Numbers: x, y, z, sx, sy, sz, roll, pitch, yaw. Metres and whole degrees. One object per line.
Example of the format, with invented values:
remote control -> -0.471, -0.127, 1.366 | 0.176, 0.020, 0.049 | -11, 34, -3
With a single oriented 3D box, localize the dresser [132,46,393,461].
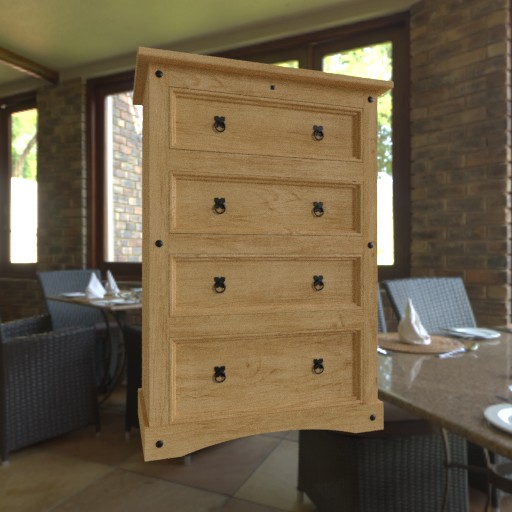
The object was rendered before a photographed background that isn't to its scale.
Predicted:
dresser -> 0.000, 0.000, 1.733 | 0.915, 1.300, 0.485 | 0, 0, -17
